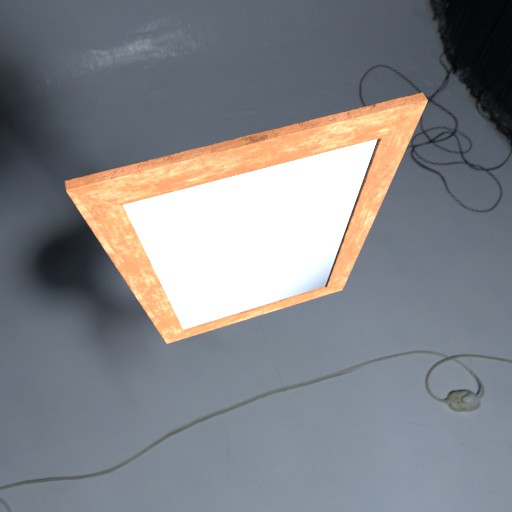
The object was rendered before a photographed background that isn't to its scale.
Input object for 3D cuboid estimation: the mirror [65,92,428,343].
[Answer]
[{"bbox_3d":[0.000,0.000,1.423,0.796,1.099,0.028,-16,64,-8],"label":"mirror"}]
